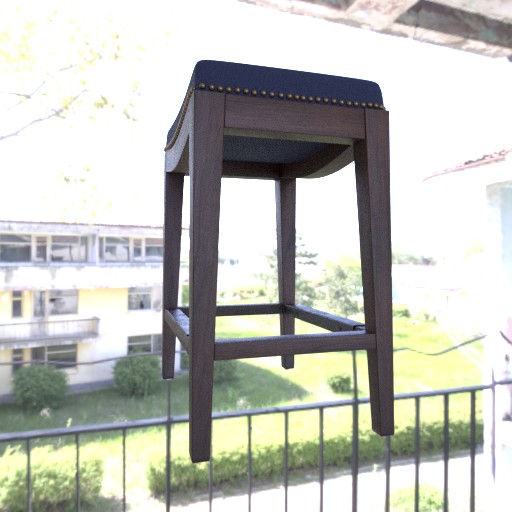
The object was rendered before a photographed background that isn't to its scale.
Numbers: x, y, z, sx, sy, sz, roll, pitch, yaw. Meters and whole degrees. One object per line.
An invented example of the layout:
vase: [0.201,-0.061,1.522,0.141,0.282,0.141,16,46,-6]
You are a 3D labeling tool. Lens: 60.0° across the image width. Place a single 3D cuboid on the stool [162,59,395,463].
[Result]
stool: [0.000,0.000,0.968,0.361,0.642,0.500,0,1,-17]
